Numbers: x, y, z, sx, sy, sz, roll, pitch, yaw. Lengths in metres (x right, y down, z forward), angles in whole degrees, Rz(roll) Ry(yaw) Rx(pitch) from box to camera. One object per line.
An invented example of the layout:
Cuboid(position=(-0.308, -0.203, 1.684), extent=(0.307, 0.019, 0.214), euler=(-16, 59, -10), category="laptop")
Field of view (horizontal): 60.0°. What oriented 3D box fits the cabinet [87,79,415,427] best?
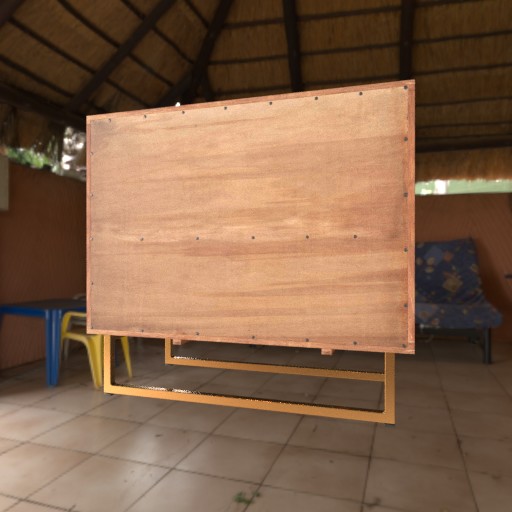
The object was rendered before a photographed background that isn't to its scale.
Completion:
Cuboid(position=(0.000, 0.000, 1.434), extent=(0.950, 0.860, 0.451), euler=(0, 0, 17), category="cabinet")
